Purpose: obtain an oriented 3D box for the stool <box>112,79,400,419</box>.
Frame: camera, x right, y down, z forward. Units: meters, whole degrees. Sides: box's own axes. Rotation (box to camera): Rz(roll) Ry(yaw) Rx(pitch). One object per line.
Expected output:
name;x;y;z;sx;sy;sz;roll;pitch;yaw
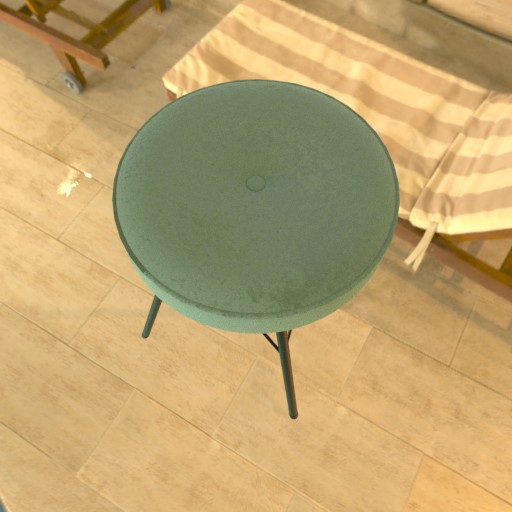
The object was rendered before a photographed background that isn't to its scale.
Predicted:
stool;0.000;0.000;0.847;0.458;0.519;0.457;33;69;15
